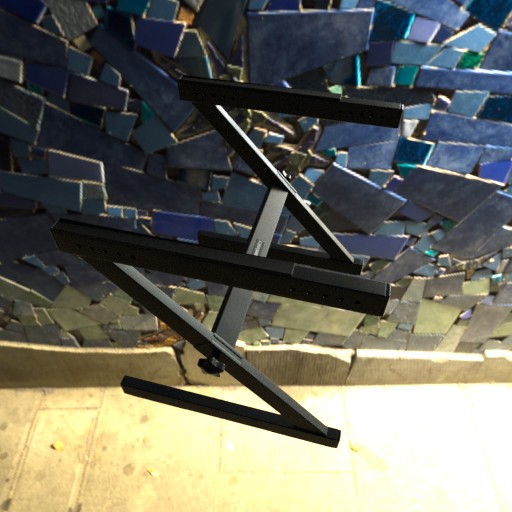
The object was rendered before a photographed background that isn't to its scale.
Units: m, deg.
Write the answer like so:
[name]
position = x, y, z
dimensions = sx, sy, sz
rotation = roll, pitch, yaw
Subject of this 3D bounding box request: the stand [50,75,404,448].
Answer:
[stand]
position = 0.000, 0.000, 1.146
dimensions = 0.586, 0.617, 0.700
rotation = 11, 47, 10
